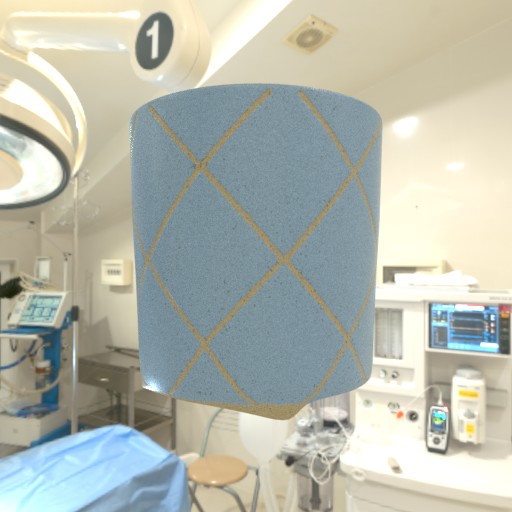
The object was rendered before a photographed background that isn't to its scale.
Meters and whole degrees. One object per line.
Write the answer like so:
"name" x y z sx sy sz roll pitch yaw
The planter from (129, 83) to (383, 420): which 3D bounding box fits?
"planter" 0.000 0.000 0.413 0.227 0.235 0.227 0 0 0
